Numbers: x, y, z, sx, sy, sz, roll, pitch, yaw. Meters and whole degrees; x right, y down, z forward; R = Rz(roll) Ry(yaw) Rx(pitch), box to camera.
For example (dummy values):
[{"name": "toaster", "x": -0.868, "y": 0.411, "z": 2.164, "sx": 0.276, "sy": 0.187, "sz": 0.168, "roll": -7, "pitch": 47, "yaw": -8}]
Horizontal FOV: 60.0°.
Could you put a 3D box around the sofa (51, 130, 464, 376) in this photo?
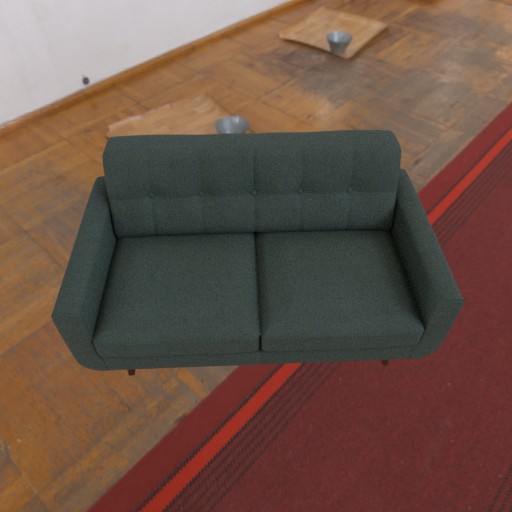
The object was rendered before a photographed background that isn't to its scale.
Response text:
[{"name": "sofa", "x": 0.000, "y": 0.000, "z": 2.124, "sx": 1.631, "sy": 0.841, "sz": 0.909, "roll": -2, "pitch": 47, "yaw": -2}]
